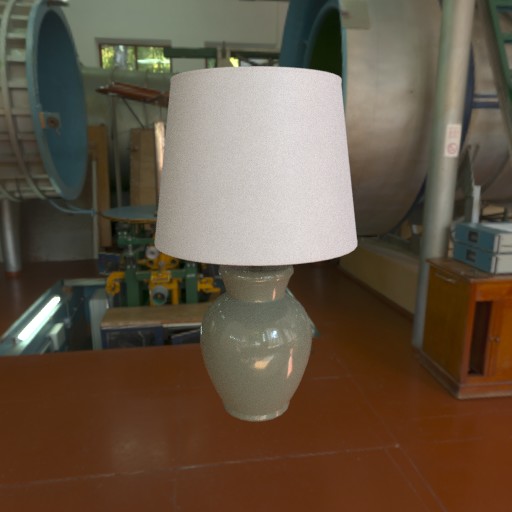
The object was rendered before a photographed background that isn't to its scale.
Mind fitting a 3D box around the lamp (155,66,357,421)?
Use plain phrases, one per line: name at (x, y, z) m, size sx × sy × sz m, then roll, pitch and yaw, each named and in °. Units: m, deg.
lamp at (0.000, 0.000, 0.540) m, size 0.239 × 0.399 × 0.239 m, roll 0°, pitch 14°, yaw 0°
